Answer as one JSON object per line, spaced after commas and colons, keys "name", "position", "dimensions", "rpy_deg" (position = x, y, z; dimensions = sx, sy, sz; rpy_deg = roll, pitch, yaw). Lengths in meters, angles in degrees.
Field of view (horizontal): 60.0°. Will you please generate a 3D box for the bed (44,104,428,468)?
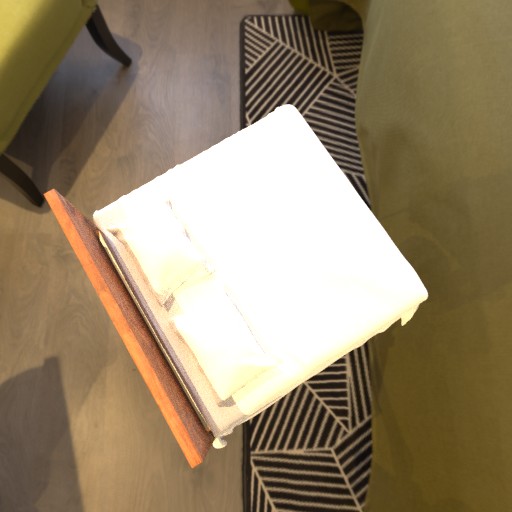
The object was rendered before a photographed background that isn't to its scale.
{"name": "bed", "position": [0.000, 0.000, 3.483], "dimensions": [2.165, 1.158, 2.255], "rpy_deg": [-31, 78, -7]}
